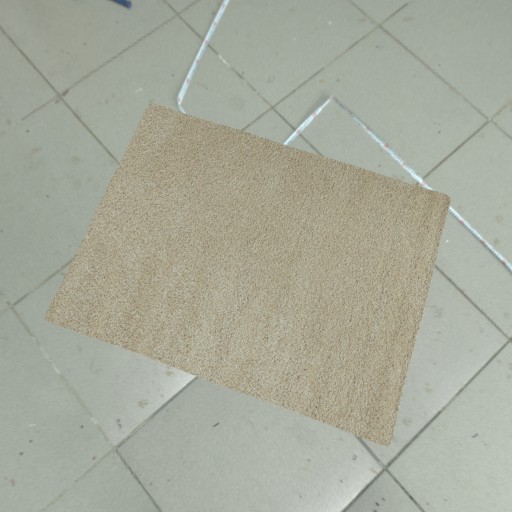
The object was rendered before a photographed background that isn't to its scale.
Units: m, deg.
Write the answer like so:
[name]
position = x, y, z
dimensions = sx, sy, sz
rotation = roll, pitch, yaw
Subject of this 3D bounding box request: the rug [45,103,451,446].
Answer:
[rug]
position = 0.000, 0.000, 2.077
dimensions = 1.600, 0.025, 1.199
rotation = 19, 75, 5
